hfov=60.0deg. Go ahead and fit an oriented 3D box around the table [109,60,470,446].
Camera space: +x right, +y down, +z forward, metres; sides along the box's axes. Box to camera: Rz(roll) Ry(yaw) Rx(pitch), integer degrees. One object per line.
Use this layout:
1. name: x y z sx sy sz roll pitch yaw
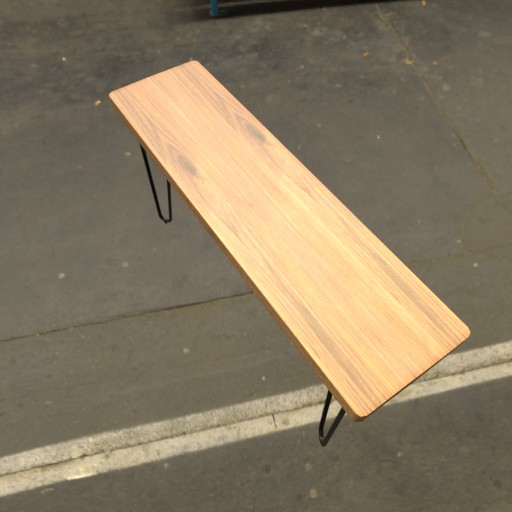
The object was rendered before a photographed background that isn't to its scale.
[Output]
1. table: 0.000 0.000 1.889 0.425 0.834 1.570 -30 62 -18
